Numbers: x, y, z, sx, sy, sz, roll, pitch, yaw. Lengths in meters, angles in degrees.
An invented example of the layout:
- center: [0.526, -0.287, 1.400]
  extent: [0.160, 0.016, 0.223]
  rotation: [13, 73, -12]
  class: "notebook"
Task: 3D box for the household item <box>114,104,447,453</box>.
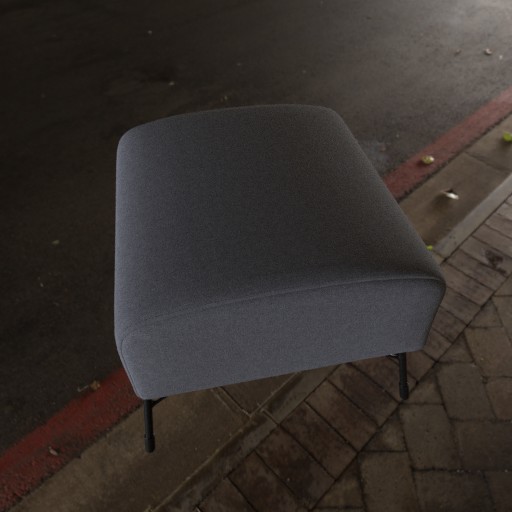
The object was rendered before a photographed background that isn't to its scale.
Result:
- center: [0.000, 0.000, 0.891]
  extent: [0.530, 0.410, 0.530]
  rotation: [-9, 47, -8]
  class: "household item"
